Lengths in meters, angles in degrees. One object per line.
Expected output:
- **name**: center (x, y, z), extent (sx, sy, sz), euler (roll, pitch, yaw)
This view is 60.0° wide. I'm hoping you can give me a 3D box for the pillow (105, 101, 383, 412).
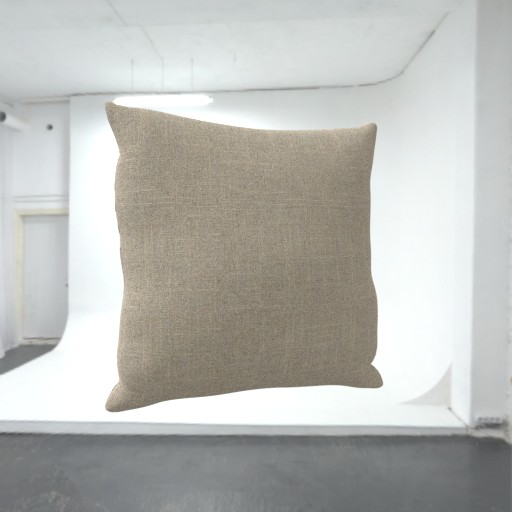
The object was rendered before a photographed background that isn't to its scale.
- **pillow**: center (0.000, 0.000, 0.678), extent (0.439, 0.440, 0.182), euler (0, 1, -18)
